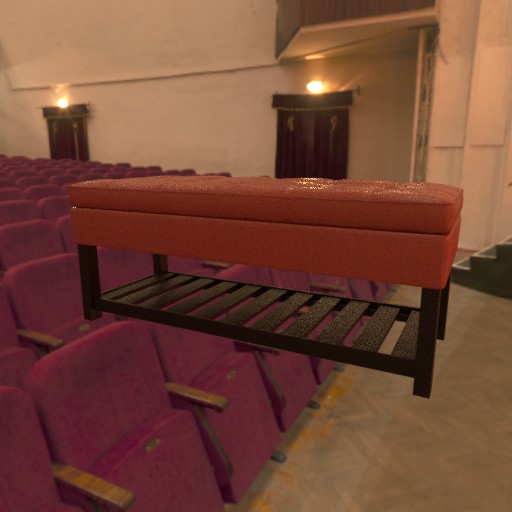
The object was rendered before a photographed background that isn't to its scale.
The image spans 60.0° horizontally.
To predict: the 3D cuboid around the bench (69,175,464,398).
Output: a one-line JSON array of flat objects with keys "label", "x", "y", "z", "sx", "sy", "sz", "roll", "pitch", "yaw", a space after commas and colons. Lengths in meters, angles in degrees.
[{"label": "bench", "x": 0.000, "y": 0.000, "z": 1.353, "sx": 1.105, "sy": 0.460, "sz": 0.432, "roll": 7, "pitch": 14, "yaw": 26}]
